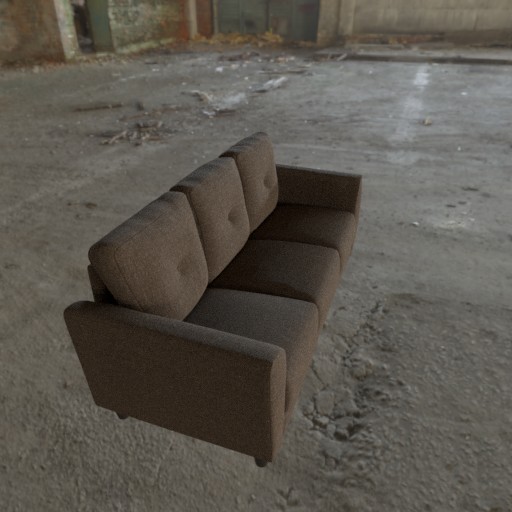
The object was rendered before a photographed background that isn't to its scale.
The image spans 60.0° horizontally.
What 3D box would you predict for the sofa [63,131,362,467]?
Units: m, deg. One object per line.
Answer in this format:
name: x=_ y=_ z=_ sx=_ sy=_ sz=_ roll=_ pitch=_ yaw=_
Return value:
sofa: x=0.000 y=0.000 z=2.323 sx=0.837 sy=0.891 sz=1.847 roll=11 pitch=32 yaw=17
